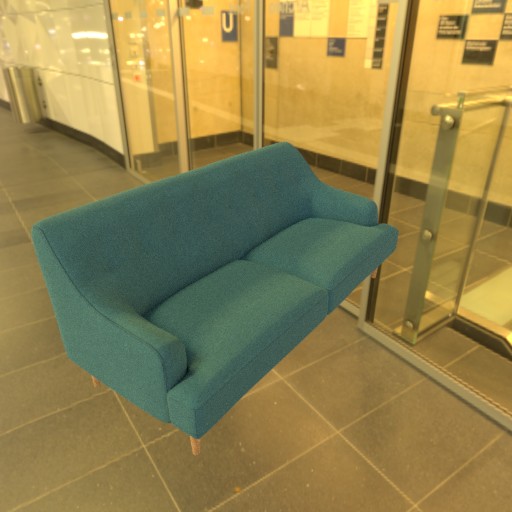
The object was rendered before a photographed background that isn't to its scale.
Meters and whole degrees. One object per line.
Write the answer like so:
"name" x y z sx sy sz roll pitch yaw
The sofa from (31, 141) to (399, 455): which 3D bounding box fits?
"sofa" 0.000 0.000 2.534 0.978 0.871 2.057 18 32 32
